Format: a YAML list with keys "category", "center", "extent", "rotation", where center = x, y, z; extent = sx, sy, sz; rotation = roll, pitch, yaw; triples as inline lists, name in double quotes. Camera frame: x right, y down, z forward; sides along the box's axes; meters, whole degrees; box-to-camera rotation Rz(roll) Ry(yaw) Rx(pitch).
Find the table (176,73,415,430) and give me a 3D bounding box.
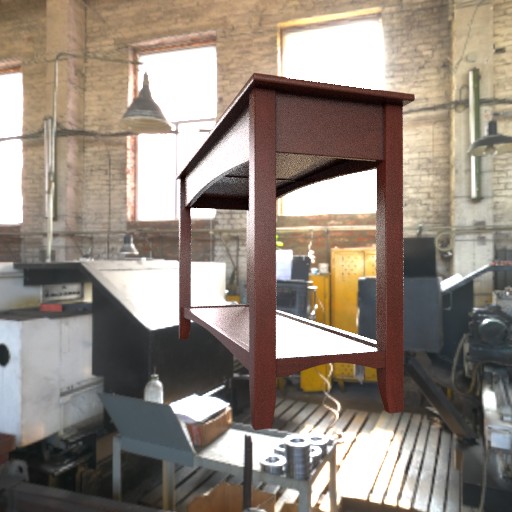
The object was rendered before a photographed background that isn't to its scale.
- category: "table"
  center: [0.000, 0.000, 1.523]
  extent: [0.392, 0.739, 1.188]
  rotation: [0, 0, -18]
